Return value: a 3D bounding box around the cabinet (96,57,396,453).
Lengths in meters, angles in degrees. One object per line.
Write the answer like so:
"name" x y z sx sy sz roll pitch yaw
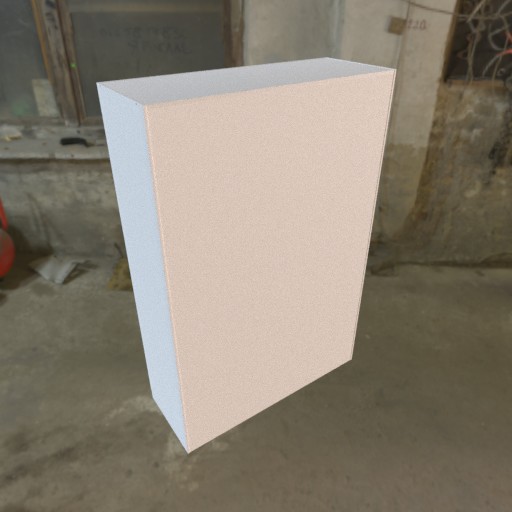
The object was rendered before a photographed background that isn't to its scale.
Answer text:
"cabinet" 0.000 0.000 2.494 1.290 1.910 0.510 -20 37 -29
